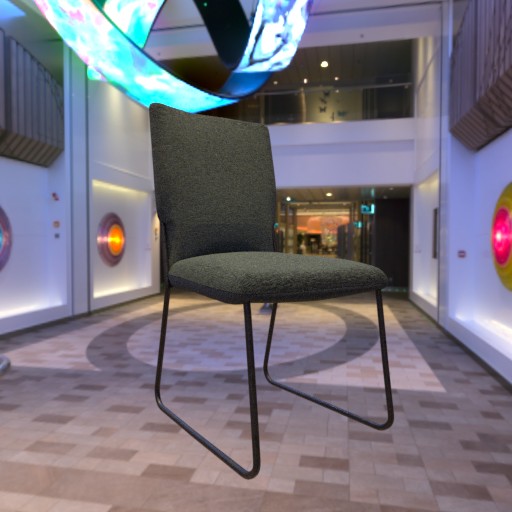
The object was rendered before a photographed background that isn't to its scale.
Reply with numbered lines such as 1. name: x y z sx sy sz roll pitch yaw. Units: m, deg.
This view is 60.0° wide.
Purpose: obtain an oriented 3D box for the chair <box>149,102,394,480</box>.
1. chair: 0.000 0.000 1.276 0.480 0.931 0.635 -1 2 -35
